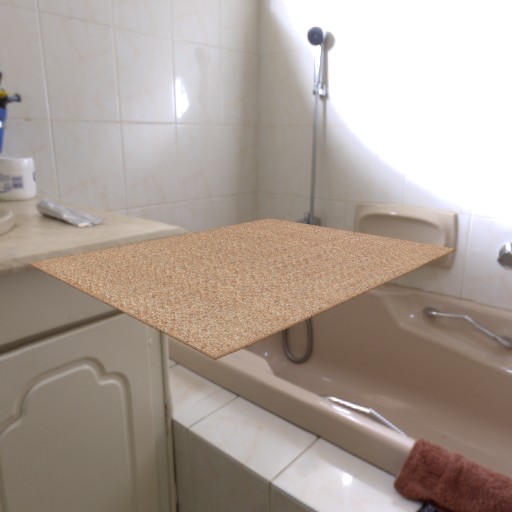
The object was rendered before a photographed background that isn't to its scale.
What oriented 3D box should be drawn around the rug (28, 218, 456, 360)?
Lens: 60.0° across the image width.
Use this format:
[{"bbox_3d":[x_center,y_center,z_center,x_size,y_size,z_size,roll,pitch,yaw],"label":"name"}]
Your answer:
[{"bbox_3d":[0.000,0.000,3.979,2.439,0.013,3.048,14,20,42],"label":"rug"}]
